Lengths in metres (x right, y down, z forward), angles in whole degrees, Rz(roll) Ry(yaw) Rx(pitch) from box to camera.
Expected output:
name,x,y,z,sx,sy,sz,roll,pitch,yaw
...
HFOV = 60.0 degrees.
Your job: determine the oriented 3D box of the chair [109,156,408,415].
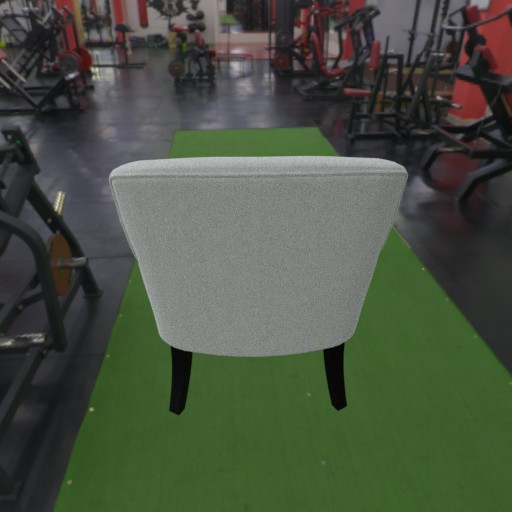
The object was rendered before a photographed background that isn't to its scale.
name,x,y,z,sx,sy,sz,roll,pitch,yaw
chair,0.000,0.000,1.493,0.781,0.875,0.750,-1,30,-2
